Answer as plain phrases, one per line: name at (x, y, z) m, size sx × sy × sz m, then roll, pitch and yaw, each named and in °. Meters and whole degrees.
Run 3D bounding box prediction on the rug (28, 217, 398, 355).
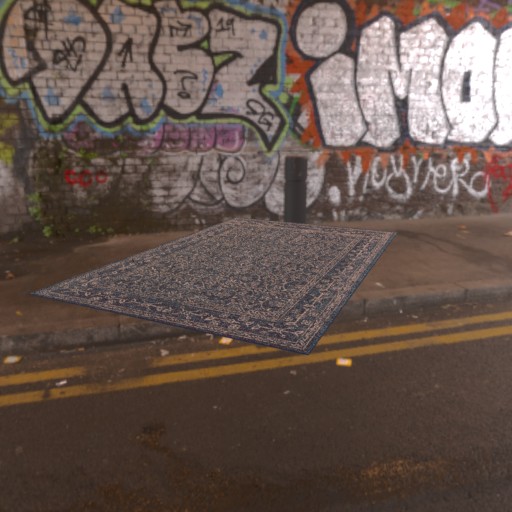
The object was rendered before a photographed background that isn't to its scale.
rug at (0.000, 0.000, 2.356) m, size 1.200 × 0.005 × 1.819 m, roll 7°, pitch 17°, yaw 24°
